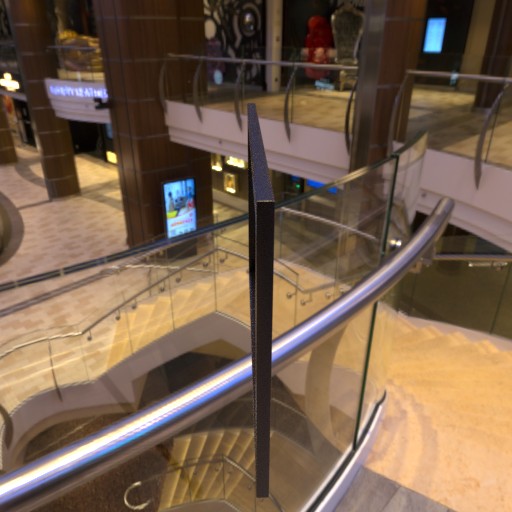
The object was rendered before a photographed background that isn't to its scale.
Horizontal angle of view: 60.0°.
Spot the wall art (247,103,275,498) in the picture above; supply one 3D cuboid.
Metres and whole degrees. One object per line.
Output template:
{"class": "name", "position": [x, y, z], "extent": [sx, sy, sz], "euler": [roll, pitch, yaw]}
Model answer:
{"class": "wall art", "position": [0.000, 0.000, 0.560], "extent": [0.013, 0.306, 0.440], "euler": [-1, 27, -2]}
